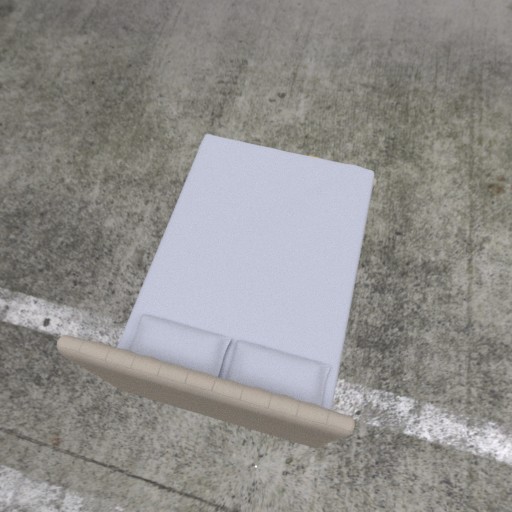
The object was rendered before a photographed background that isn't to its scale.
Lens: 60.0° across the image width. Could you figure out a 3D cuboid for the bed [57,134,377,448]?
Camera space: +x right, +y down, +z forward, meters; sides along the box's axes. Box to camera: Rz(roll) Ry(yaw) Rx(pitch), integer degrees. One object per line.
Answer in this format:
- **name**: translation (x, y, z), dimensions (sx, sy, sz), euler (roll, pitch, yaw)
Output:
- **bed**: translation (0.000, 0.000, 3.479), dimensions (1.698, 1.427, 2.387), euler (14, 65, 7)
